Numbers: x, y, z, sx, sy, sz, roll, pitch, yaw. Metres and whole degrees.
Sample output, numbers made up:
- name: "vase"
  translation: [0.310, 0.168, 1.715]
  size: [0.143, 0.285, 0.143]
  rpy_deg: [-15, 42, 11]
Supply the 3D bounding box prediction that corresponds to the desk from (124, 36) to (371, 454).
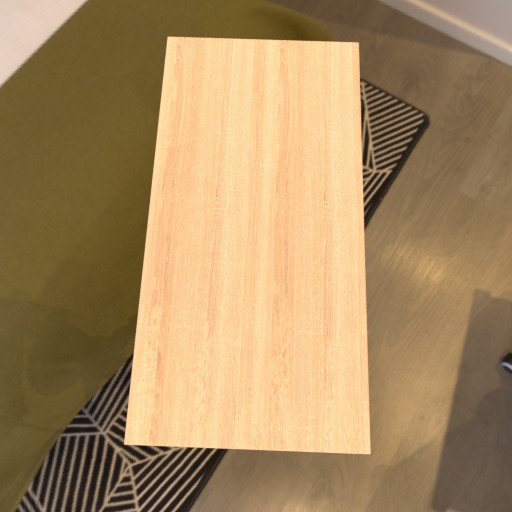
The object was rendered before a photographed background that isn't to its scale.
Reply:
- name: "desk"
  translation: [0.000, 0.000, 1.344]
  size: [0.499, 0.660, 0.991]
  rpy_deg: [2, 75, 1]
